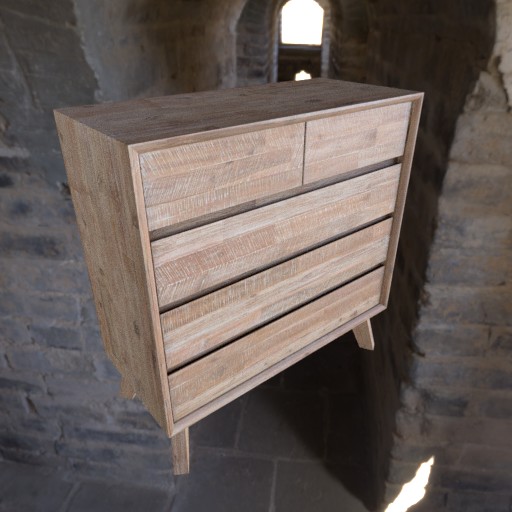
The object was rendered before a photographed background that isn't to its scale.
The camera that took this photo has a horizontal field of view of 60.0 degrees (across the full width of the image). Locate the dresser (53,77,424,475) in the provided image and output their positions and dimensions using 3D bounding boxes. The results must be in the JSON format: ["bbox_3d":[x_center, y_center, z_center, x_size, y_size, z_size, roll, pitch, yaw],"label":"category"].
[{"bbox_3d":[0.000,0.000,1.528,0.998,1.029,0.455,-21,35,-33],"label":"dresser"}]
